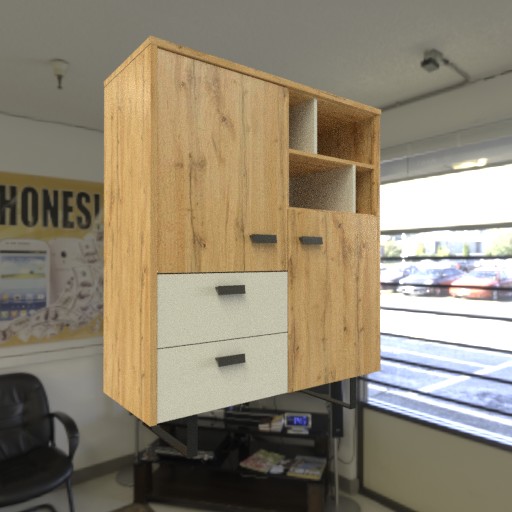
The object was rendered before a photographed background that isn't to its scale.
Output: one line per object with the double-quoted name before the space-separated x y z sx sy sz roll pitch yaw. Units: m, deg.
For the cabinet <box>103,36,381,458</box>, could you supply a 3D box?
"cabinet" 0.000 0.000 1.931 1.168 1.397 0.473 0 -1 -37
